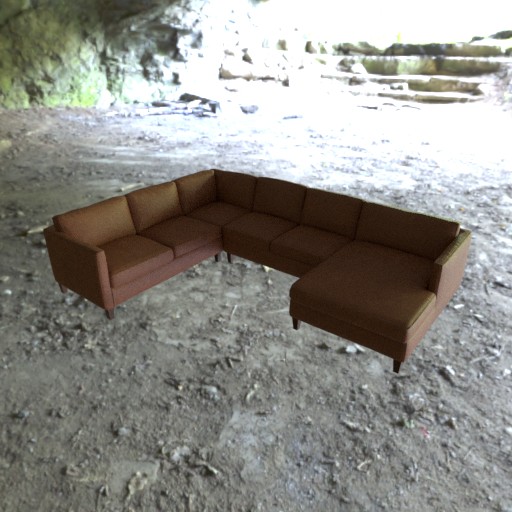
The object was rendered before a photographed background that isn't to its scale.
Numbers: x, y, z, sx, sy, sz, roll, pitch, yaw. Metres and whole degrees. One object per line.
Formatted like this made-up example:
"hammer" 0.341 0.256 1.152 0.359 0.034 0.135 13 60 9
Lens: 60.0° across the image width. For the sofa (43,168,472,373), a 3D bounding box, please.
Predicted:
"sofa" 0.000 0.000 4.498 3.460 0.923 2.593 19 32 33
